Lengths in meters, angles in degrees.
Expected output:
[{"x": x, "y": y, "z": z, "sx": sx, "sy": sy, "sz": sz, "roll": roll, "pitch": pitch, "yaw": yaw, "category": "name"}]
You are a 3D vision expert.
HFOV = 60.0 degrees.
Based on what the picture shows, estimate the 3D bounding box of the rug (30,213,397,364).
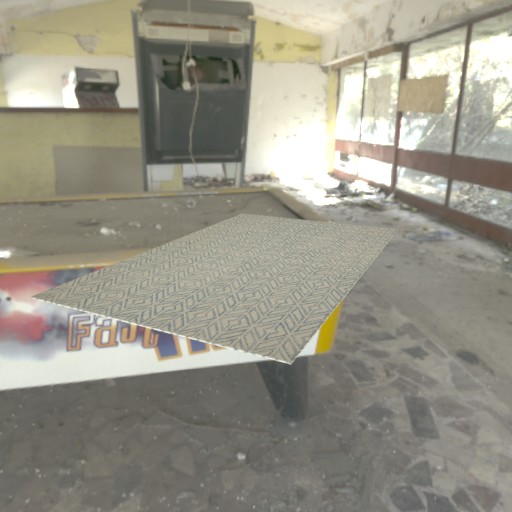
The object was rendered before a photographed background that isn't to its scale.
[{"x": 0.000, "y": 0.000, "z": 3.122, "sx": 1.526, "sy": 0.008, "sz": 2.441, "roll": 8, "pitch": 19, "yaw": 25, "category": "rug"}]
